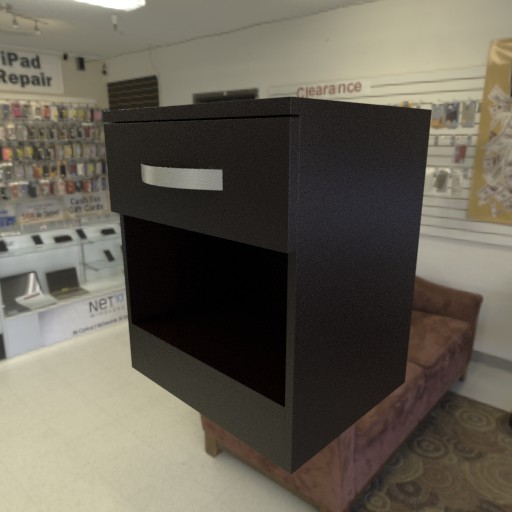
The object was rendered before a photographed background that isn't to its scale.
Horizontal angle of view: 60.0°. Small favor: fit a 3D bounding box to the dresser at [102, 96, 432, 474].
[{"bbox_3d":[0.000,0.000,0.751,0.400,0.470,0.360,14,21,43],"label":"dresser"}]
